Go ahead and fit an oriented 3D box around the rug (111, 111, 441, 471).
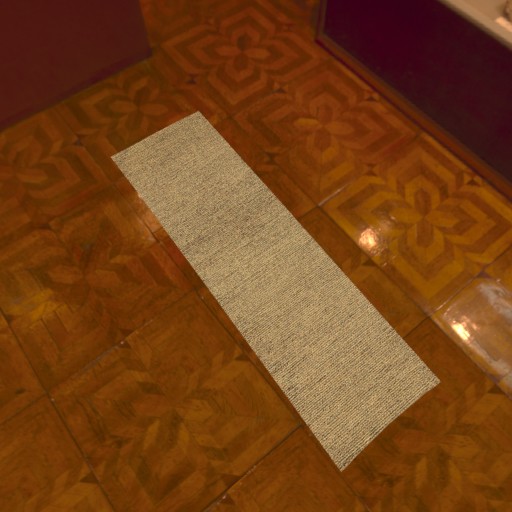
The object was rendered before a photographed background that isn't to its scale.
[{"bbox_3d":[0.000,0.000,2.624,0.697,0.013,2.335,-33,68,-15],"label":"rug"}]
